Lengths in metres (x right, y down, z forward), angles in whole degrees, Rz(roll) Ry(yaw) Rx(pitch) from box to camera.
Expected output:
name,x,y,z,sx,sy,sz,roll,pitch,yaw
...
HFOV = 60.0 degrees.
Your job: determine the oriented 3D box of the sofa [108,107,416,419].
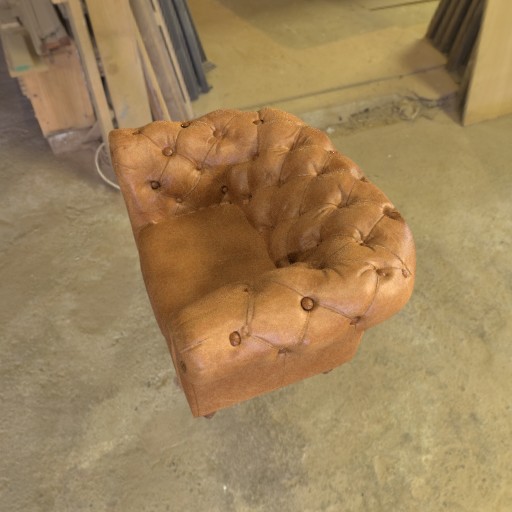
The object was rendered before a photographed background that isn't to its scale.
name,x,y,z,sx,sy,sz,roll,pitch,yaw
sofa,0.000,0.000,2.061,1.033,0.878,1.405,-17,48,-15
